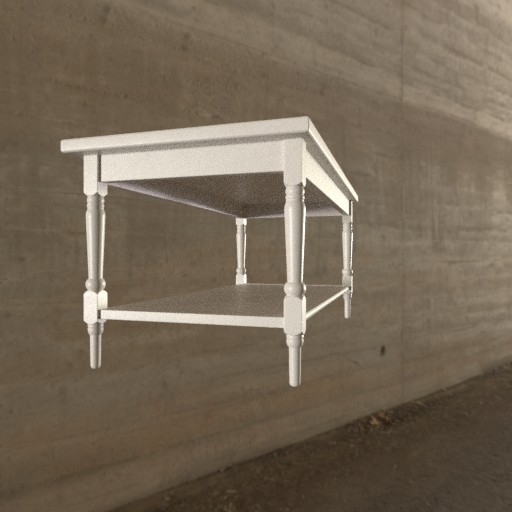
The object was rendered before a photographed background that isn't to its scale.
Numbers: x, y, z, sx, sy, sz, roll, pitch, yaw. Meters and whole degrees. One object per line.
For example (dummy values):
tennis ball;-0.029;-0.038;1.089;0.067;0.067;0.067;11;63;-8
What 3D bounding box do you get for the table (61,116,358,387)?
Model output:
table;0.000;0.000;1.415;0.550;0.510;1.107;0;0;17
